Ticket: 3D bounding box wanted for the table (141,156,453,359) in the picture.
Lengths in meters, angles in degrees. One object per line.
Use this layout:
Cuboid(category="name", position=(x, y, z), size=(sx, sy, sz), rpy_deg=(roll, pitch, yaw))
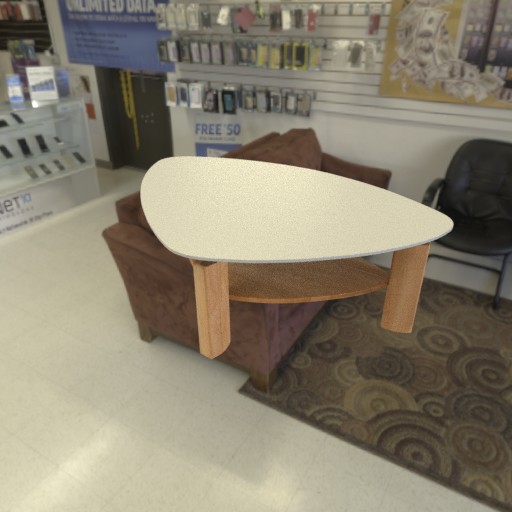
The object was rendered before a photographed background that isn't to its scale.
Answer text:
Cuboid(category="table", position=(0.000, 0.000, 1.675), size=(1.250, 0.440, 0.850), rpy_deg=(18, 34, 29))
